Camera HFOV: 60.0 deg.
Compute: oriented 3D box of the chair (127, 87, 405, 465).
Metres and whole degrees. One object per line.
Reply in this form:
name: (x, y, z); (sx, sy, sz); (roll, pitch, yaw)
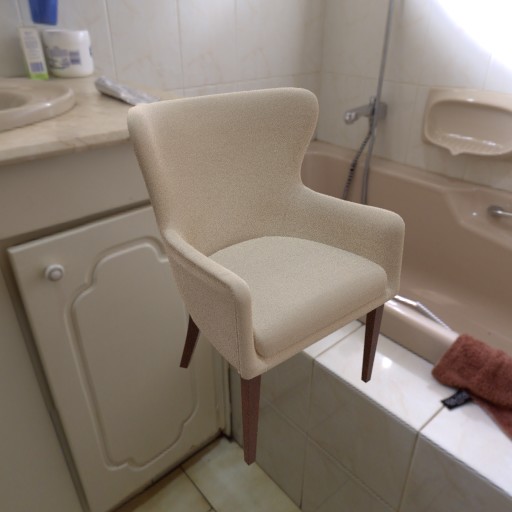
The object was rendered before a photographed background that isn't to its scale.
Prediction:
chair: (0.000, 0.000, 1.510); (0.696, 0.990, 0.744); (-21, 35, -33)
